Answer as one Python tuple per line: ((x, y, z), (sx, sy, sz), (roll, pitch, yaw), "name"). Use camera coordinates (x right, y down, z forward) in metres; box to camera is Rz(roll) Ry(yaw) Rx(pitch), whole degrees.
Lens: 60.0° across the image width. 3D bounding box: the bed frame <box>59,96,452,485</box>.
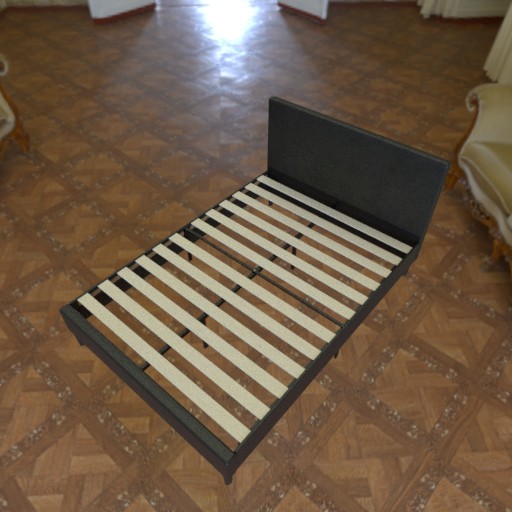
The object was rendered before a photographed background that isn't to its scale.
((0.000, 0.000, 2.959), (1.469, 1.046, 2.152), (31, 52, 28), "bed frame")
